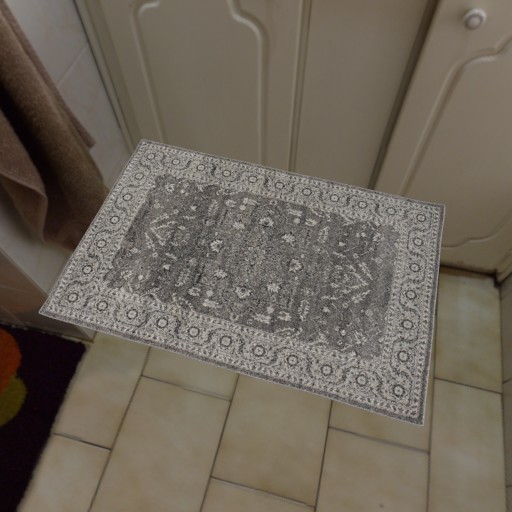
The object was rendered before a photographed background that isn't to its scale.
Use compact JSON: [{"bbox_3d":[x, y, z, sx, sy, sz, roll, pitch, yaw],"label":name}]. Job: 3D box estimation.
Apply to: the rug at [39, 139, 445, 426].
[{"bbox_3d":[0.000,0.000,2.287,1.828,0.019,1.209,14,60,8],"label":"rug"}]
